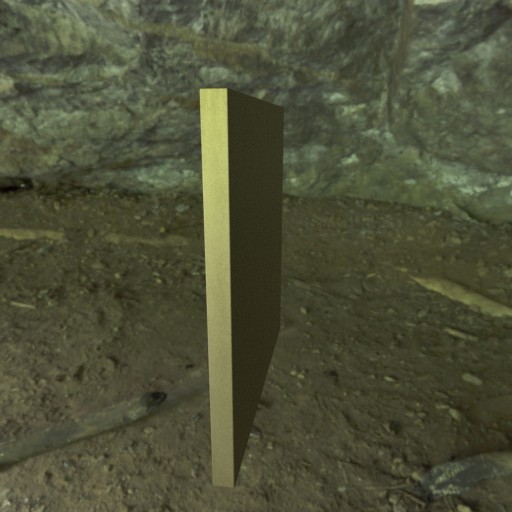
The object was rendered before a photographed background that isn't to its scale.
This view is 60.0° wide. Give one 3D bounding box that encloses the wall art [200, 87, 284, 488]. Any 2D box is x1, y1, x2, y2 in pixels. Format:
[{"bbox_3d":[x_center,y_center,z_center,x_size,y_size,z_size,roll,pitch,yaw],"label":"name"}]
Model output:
[{"bbox_3d":[0.000,0.000,0.765,0.031,0.506,0.503,3,17,10],"label":"wall art"}]
